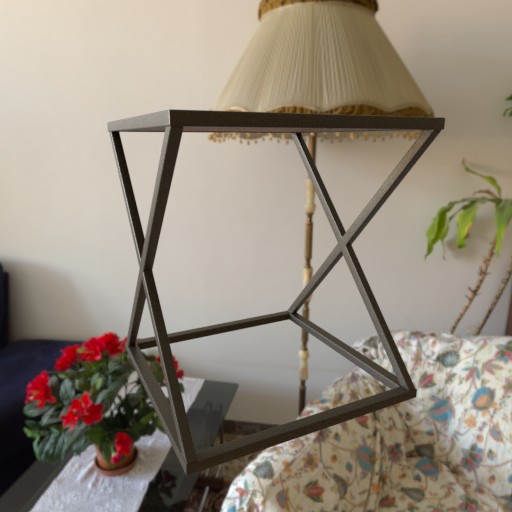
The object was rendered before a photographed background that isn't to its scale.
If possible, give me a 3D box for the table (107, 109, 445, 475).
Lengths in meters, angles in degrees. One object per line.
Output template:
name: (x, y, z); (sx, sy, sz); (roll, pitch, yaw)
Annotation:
table: (0.000, 0.000, 0.963); (0.500, 0.565, 0.500); (-7, 16, -26)
